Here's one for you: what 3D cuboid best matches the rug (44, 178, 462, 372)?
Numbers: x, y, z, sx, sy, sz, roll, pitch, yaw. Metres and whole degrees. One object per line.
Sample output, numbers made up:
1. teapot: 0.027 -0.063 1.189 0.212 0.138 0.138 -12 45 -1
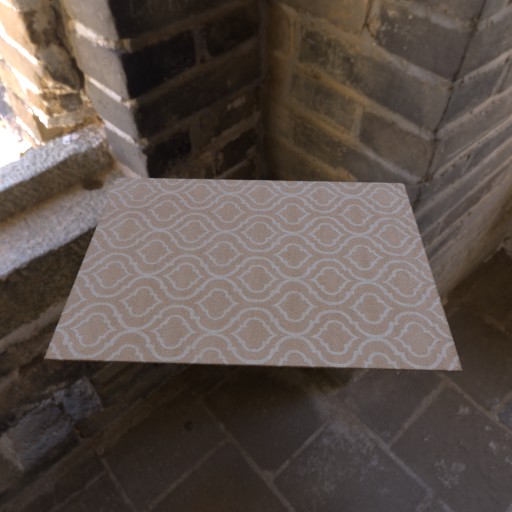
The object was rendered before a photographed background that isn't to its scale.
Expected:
1. rug: 0.000 0.000 2.772 2.134 0.010 1.524 1 47 1
